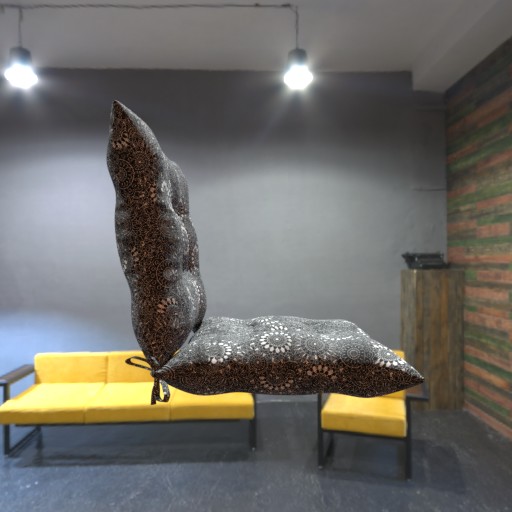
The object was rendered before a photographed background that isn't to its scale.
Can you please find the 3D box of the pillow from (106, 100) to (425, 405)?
[{"bbox_3d":[0.000,0.000,1.005,0.585,0.536,0.541,0,-1,0],"label":"pillow"}]
